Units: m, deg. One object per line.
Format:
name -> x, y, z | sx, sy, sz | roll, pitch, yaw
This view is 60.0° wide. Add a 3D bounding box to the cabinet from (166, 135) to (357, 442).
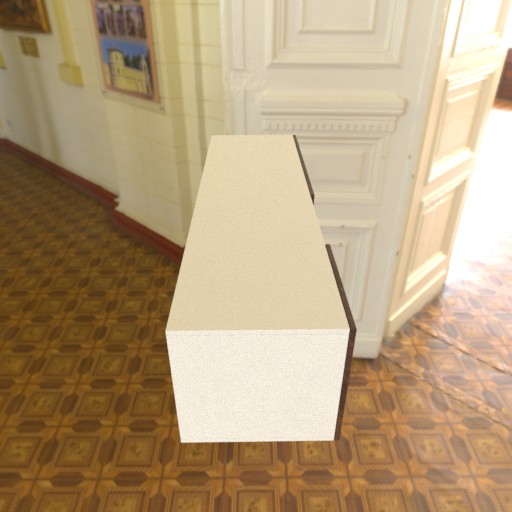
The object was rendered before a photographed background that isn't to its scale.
cabinet -> 0.000, 0.000, 1.774 | 0.431, 0.533, 1.499 | 0, 32, -1
